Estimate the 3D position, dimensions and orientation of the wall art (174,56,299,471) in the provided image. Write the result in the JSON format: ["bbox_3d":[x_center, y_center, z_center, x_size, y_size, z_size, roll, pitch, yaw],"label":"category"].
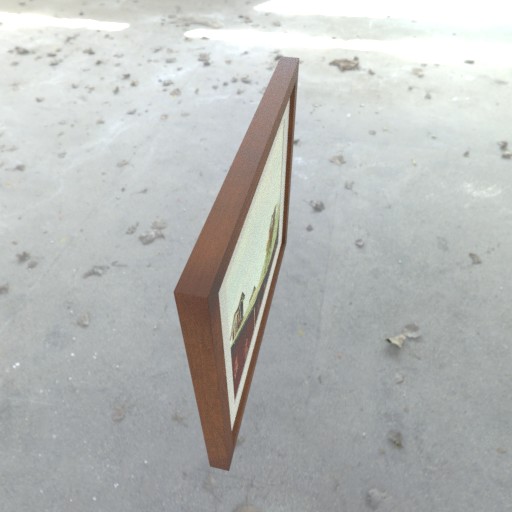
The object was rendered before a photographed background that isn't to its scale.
[{"bbox_3d":[0.000,0.000,0.764,0.033,0.457,0.558,9,47,9],"label":"wall art"}]
